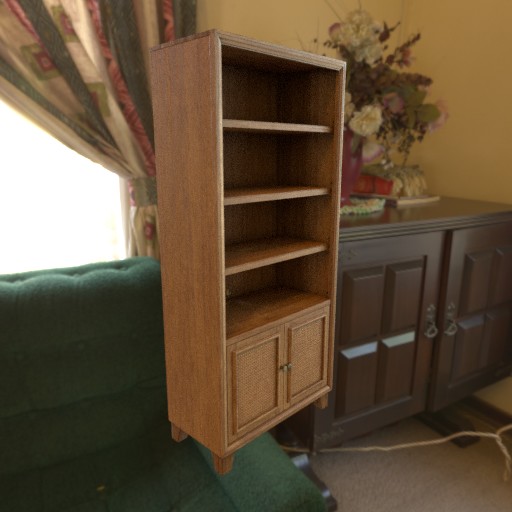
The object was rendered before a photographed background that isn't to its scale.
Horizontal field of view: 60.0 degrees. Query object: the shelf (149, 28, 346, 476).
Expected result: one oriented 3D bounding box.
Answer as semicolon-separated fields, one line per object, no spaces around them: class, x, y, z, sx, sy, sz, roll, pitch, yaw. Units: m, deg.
shelf;0.000;0.000;2.292;0.453;1.930;0.864;13;18;43
